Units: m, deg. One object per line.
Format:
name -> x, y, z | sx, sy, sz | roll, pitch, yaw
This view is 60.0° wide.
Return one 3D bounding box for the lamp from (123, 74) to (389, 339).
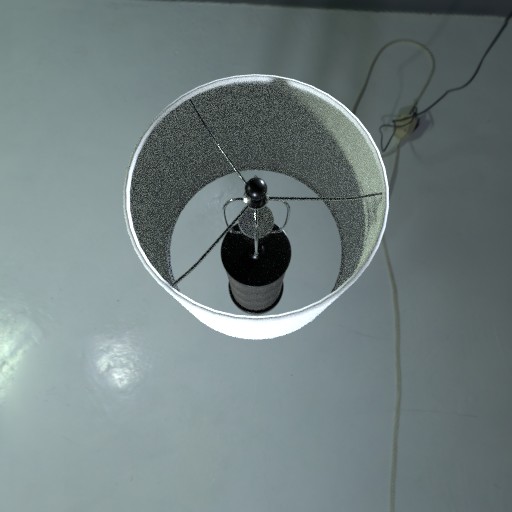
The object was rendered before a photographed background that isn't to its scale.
lamp -> 0.000, 0.000, 0.803 | 0.305, 0.634, 0.305 | -1, 75, 0
